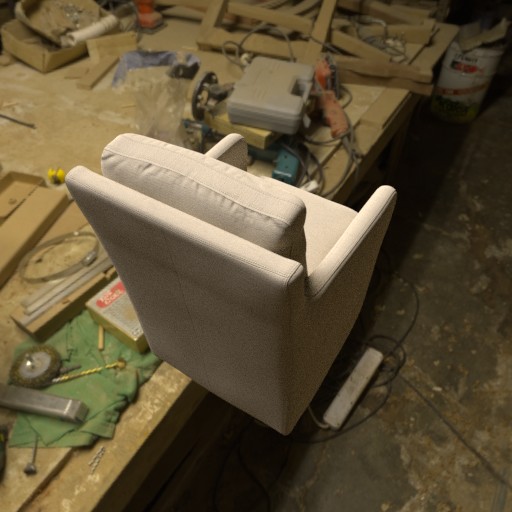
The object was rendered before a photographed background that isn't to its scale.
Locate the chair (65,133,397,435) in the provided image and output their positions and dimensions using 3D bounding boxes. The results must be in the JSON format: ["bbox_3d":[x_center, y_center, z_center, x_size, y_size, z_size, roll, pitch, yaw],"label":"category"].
[{"bbox_3d":[0.000,0.000,1.357,0.626,0.914,0.694,25,51,22],"label":"chair"}]
